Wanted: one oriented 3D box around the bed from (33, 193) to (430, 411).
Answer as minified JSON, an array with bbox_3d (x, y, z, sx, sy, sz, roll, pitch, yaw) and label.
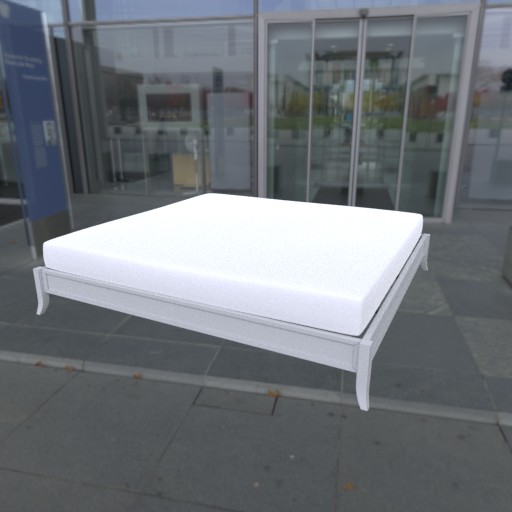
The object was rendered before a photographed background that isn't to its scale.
[{"bbox_3d":[0.000,0.000,3.131,2.108,0.510,2.007,9,20,26],"label":"bed"}]
